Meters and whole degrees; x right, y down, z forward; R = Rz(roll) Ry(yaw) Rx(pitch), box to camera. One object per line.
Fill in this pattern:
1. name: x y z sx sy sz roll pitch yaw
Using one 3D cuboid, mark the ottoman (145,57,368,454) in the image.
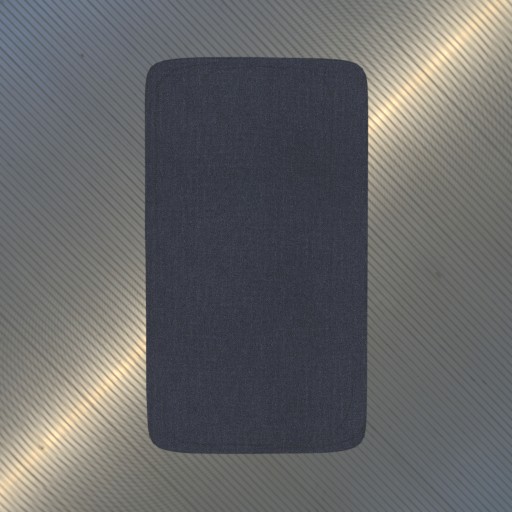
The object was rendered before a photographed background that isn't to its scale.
1. ottoman: 0.000 0.000 1.176 0.505 0.453 0.895 0 91 -1
